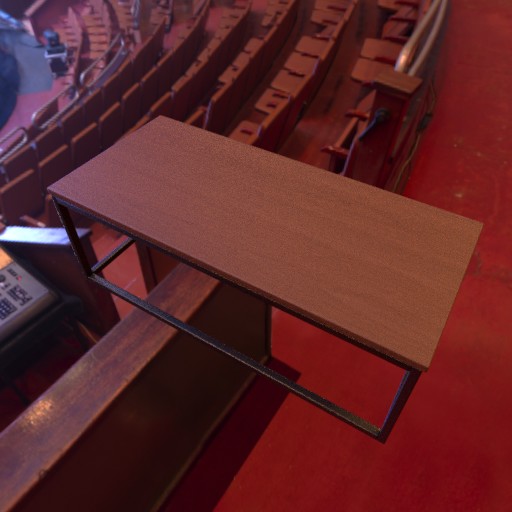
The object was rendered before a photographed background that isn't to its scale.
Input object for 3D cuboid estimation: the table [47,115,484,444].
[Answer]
[{"bbox_3d":[0.000,0.000,1.357,1.100,0.400,0.500,24,50,22],"label":"table"}]
